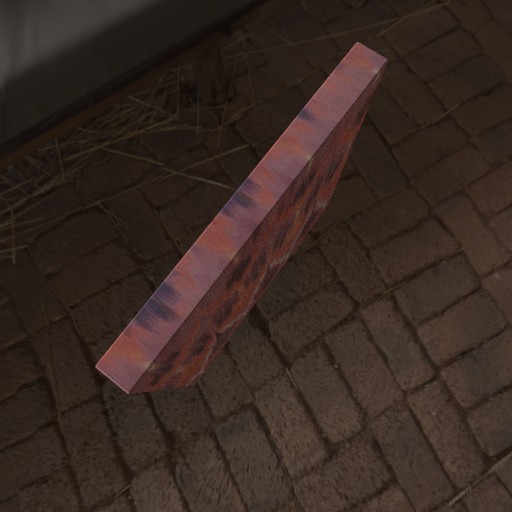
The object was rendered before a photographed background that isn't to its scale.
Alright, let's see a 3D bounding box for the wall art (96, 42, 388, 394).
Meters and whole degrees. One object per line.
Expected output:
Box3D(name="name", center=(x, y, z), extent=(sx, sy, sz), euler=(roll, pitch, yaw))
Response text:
Box3D(name="wall art", center=(0.000, 0.000, 0.606), extent=(0.038, 0.406, 0.403), euler=(35, 78, 9))
